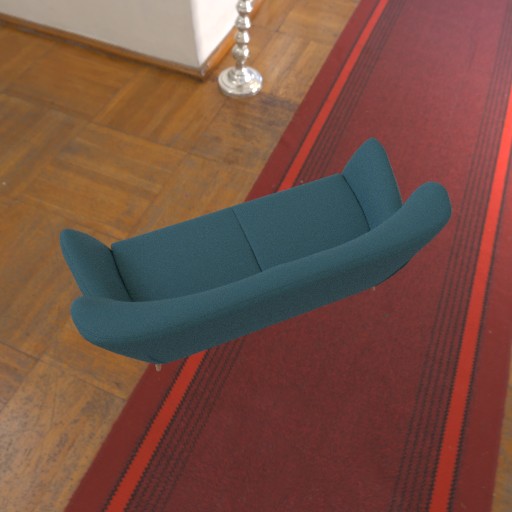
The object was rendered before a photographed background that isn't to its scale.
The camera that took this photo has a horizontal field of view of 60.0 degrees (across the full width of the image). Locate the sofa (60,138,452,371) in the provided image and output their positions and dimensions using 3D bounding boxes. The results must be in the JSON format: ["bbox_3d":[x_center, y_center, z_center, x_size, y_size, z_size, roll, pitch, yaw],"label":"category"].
[{"bbox_3d":[0.000,0.000,2.467,1.930,0.890,0.889,-19,60,-11],"label":"sofa"}]
